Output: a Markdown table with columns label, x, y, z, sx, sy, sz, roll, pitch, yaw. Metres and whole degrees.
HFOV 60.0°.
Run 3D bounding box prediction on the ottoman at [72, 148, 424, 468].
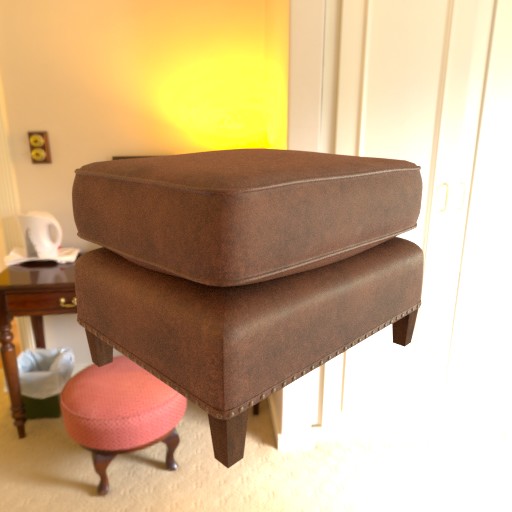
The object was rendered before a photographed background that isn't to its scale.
| label | x | y | z | sx | sy | sz | roll | pitch | yaw |
| --- | --- | --- | --- | --- | --- | --- | --- | --- | --- |
| ottoman | 0.000 | 0.000 | 1.136 | 0.738 | 0.537 | 0.589 | -15 | 22 | -43 |
